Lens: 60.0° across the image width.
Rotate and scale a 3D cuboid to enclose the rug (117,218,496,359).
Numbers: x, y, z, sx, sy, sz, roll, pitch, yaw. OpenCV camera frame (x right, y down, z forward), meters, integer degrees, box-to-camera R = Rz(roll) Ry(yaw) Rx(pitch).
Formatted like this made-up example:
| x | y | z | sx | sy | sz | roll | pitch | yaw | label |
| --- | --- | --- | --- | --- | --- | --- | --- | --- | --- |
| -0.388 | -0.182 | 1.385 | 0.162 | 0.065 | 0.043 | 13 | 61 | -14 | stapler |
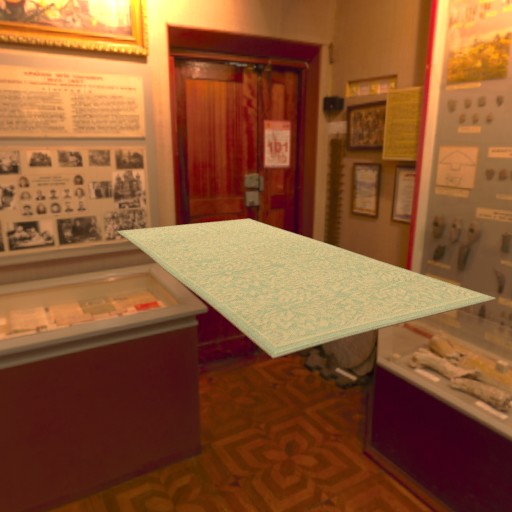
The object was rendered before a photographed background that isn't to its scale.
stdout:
| x | y | z | sx | sy | sz | roll | pitch | yaw | label |
| --- | --- | --- | --- | --- | --- | --- | --- | --- | --- |
| 0.000 | 0.000 | 1.407 | 0.604 | 0.007 | 1.219 | -8 | 17 | -28 | rug |
